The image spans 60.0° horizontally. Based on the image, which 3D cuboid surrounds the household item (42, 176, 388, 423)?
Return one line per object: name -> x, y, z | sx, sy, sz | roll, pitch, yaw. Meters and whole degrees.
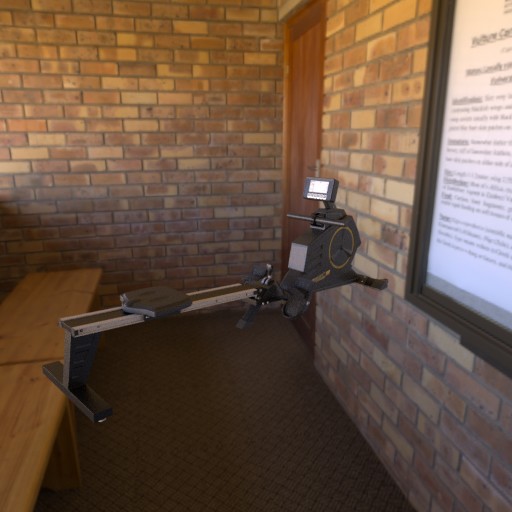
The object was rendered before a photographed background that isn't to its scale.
household item -> 0.000, 0.000, 2.527 | 2.251, 0.810, 0.521 | -15, 21, -43
